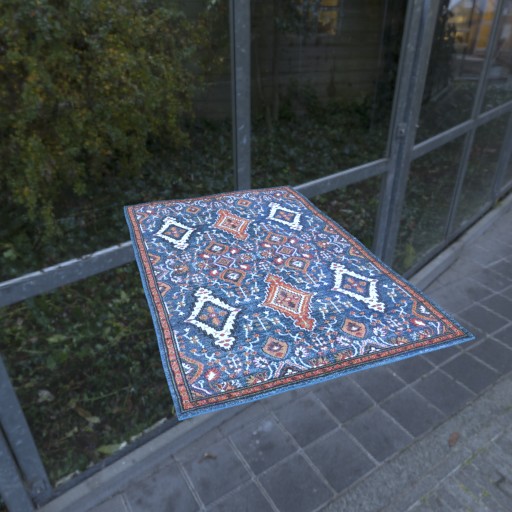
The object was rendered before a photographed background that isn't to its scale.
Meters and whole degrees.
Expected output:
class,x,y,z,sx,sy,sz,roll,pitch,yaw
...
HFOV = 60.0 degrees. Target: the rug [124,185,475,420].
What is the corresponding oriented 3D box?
class,x,y,z,sx,sy,sz,roll,pitch,yaw
rug,0.000,0.000,2.331,1.195,0.014,1.847,-10,31,-17
